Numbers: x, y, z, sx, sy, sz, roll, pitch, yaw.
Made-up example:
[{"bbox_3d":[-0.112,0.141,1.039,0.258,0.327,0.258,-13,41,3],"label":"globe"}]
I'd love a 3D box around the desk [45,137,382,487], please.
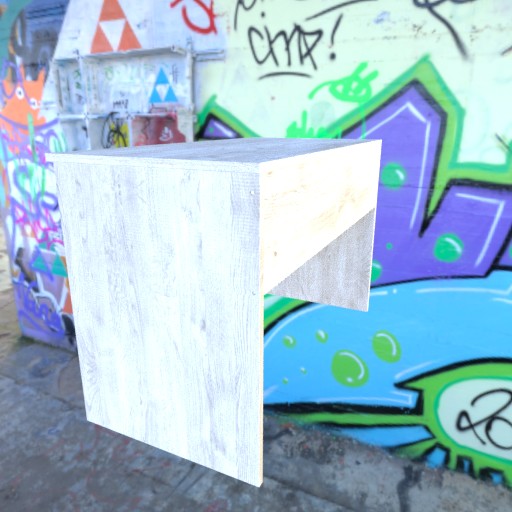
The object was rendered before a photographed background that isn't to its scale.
[{"bbox_3d":[0.000,0.000,1.497,0.560,0.730,1.100,8,19,25],"label":"desk"}]
